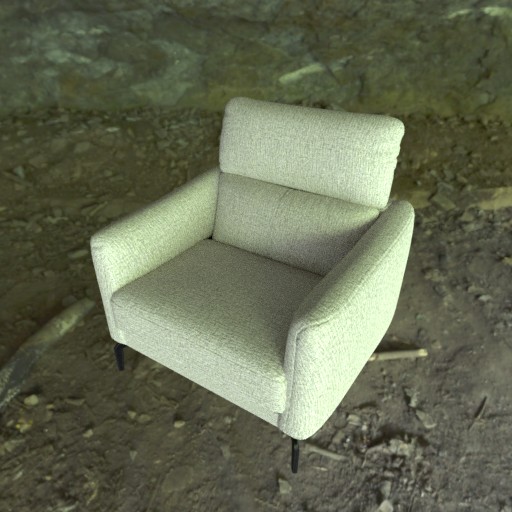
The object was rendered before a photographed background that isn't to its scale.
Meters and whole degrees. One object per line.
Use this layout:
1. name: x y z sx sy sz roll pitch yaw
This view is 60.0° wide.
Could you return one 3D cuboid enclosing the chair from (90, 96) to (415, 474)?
1. chair: 0.000 0.000 1.655 0.972 0.967 0.835 18 35 29
